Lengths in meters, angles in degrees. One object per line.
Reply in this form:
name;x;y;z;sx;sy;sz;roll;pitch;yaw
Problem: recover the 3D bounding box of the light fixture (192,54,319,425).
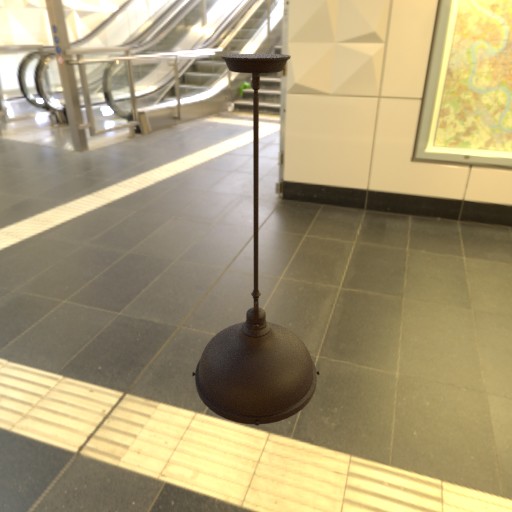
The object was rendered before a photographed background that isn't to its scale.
light fixture;0.000;0.000;1.029;0.341;0.849;0.341;0;28;-1
